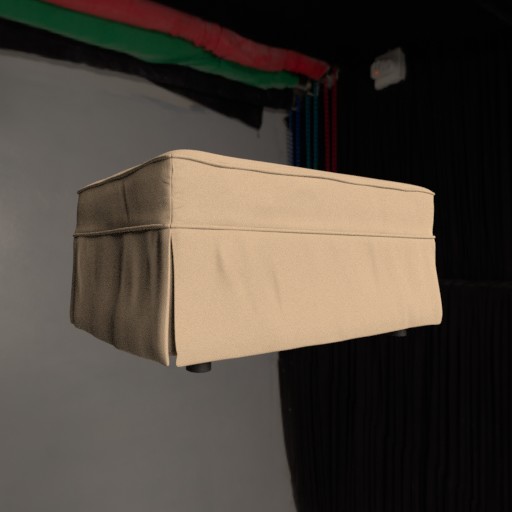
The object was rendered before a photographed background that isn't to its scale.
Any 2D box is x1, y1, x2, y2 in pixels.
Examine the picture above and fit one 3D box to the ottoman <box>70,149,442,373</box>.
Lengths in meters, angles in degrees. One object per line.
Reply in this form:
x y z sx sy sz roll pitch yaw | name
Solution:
0.000 0.000 1.345 0.959 0.482 0.721 0 0 -37 | ottoman
